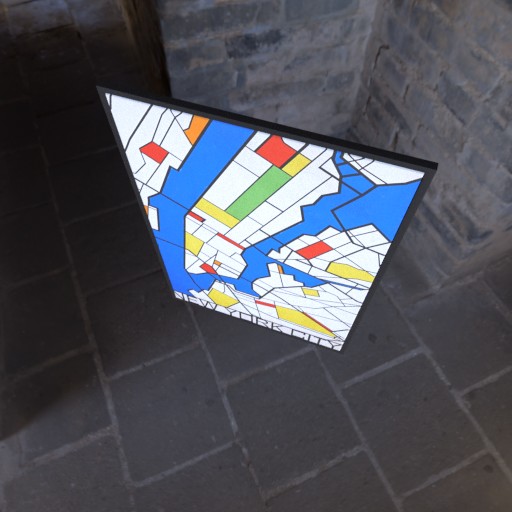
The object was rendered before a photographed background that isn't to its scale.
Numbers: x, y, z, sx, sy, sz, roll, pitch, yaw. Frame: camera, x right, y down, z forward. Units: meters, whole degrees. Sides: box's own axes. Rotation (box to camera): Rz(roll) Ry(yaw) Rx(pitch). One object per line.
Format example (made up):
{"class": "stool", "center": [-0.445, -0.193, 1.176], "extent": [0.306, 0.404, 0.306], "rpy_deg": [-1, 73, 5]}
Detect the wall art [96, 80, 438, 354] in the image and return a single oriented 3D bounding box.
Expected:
{"class": "wall art", "center": [0.000, 0.000, 0.850], "extent": [0.460, 0.660, 0.013], "rpy_deg": [17, 60, 10]}
